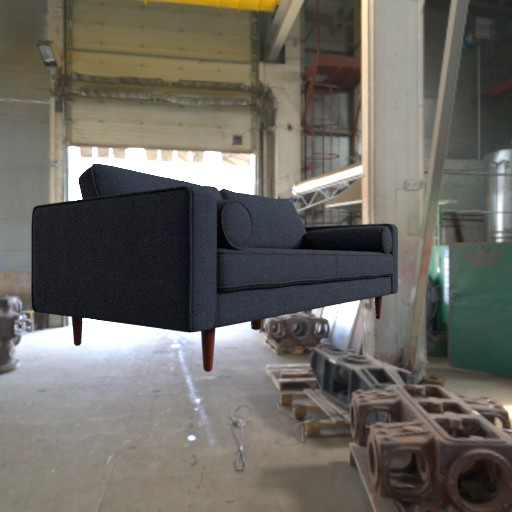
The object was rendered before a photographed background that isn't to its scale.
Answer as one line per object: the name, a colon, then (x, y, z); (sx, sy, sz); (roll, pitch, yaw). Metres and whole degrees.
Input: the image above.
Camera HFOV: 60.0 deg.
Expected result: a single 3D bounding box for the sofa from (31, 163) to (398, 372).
sofa: (0.000, 0.000, 2.286); (0.914, 0.762, 1.880); (0, 0, 36)
